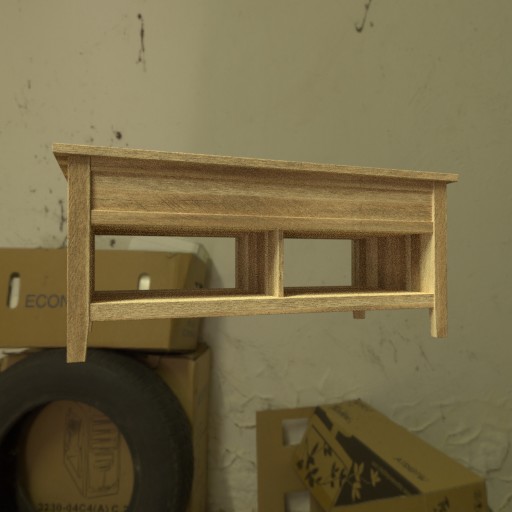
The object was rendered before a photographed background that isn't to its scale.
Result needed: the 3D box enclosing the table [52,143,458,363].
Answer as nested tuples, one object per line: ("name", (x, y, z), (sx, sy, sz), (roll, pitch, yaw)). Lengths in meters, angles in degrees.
("table", (0.000, 0.000, 1.363), (1.095, 0.480, 0.493), (0, -1, -19))
